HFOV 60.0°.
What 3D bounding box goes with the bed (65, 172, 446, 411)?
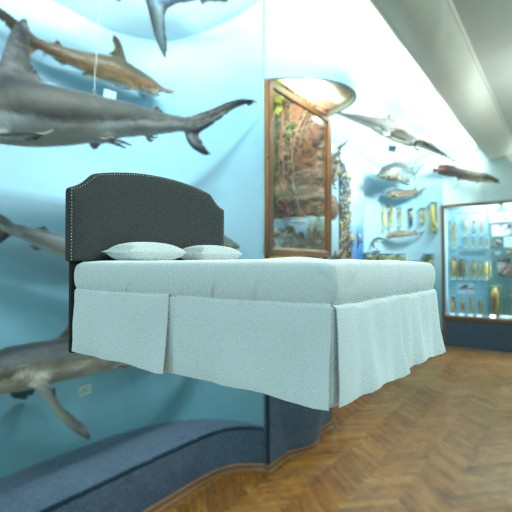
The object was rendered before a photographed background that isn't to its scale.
[{"bbox_3d":[0.000,0.000,2.914,1.999,1.270,1.558,-1,-1,37],"label":"bed"}]
